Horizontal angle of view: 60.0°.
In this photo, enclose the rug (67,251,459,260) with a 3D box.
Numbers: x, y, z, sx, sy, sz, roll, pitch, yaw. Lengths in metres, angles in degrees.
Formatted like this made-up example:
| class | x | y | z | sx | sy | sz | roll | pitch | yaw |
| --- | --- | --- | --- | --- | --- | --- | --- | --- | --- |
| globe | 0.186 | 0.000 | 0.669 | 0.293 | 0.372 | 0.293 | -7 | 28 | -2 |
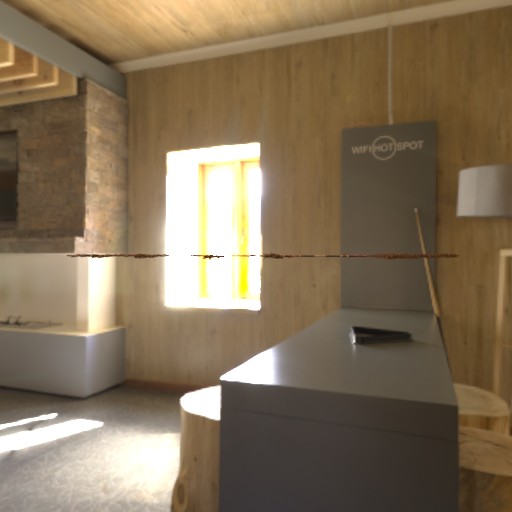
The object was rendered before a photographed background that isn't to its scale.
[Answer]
| class | x | y | z | sx | sy | sz | roll | pitch | yaw |
| --- | --- | --- | --- | --- | --- | --- | --- | --- | --- |
| rug | 0.000 | 0.000 | 2.637 | 2.025 | 0.040 | 1.469 | 0 | 0 | 35 |
